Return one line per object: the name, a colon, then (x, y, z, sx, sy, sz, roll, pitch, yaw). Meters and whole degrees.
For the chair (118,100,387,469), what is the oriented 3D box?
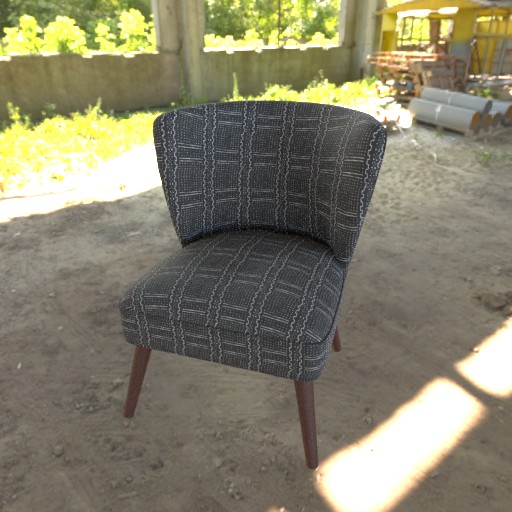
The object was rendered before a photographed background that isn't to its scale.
chair: (0.000, 0.000, 1.416, 0.710, 0.866, 0.758, 8, 27, 16)
